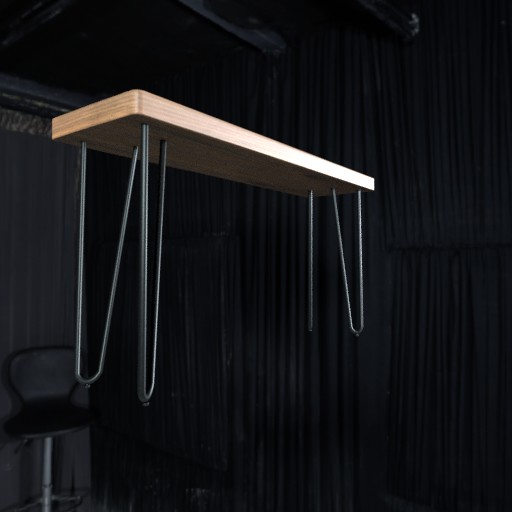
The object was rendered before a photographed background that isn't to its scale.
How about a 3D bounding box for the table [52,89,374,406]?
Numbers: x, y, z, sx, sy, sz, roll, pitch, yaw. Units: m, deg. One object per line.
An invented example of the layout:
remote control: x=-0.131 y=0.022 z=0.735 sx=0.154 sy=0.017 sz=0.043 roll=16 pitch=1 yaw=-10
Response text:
table: x=0.000 y=0.000 z=1.866 sx=0.425 sy=0.834 sz=1.570 roll=0 pitch=-1 yaw=37
